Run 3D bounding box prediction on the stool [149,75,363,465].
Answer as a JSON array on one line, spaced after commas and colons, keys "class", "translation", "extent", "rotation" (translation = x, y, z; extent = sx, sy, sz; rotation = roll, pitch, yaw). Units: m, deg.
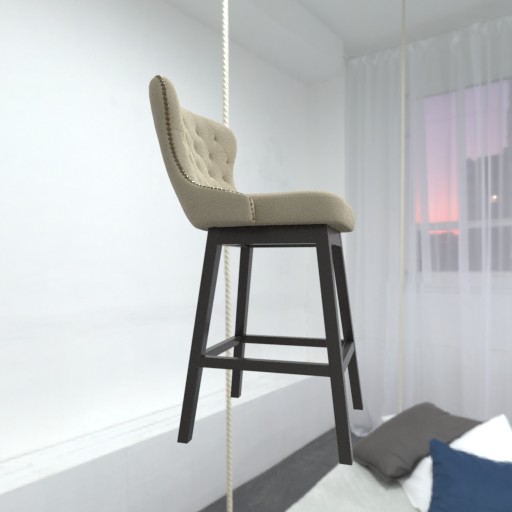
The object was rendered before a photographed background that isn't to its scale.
[{"class": "stool", "translation": [0.000, 0.000, 1.315], "extent": [0.593, 0.971, 0.528], "rotation": [0, -1, 17]}]
